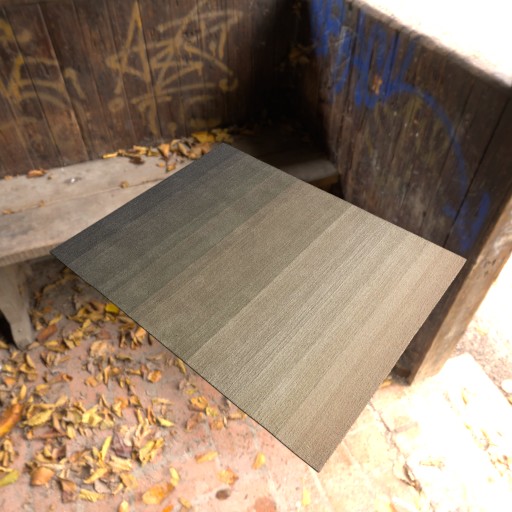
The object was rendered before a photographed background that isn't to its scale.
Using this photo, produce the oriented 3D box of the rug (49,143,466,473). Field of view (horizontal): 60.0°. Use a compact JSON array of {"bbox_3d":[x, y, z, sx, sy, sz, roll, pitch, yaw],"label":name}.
[{"bbox_3d":[0.000,0.000,3.952,2.932,0.015,2.315,31,54,26],"label":"rug"}]
